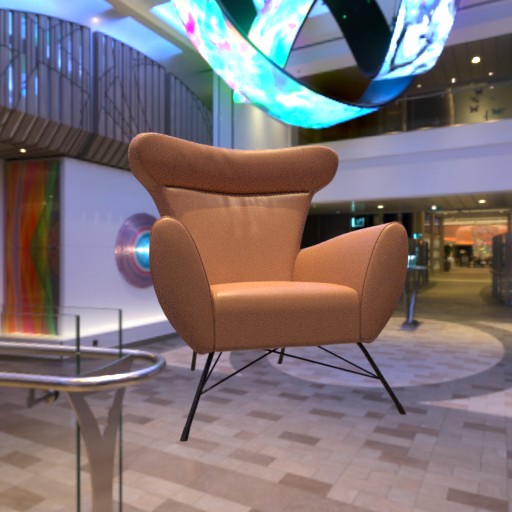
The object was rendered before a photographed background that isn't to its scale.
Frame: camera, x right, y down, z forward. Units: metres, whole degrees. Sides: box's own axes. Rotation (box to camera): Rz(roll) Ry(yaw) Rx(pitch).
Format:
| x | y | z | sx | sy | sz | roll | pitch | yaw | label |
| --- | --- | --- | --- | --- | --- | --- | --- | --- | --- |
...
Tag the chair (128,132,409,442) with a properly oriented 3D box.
| x | y | z | sx | sy | sz | roll | pitch | yaw | label |
| --- | --- | --- | --- | --- | --- | --- | --- | --- | --- |
| 0.000 | 0.000 | 1.785 | 0.980 | 1.050 | 0.900 | 0 | 0 | -17 | chair |
